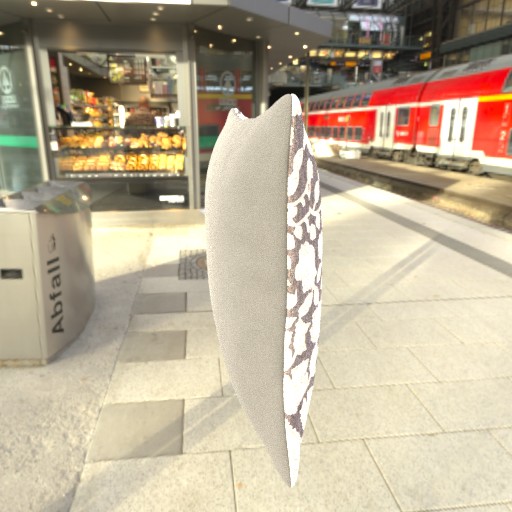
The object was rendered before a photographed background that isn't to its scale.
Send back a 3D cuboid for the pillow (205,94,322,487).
[{"bbox_3d":[0.000,0.000,0.776,0.166,0.507,0.526,-3,17,-9],"label":"pillow"}]
